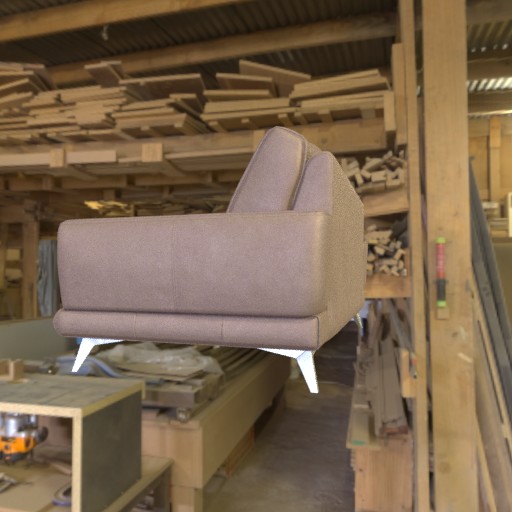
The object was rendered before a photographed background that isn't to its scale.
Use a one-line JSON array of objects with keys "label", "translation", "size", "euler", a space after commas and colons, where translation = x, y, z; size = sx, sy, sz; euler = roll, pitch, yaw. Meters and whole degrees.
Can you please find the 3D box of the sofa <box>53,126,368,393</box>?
[{"label": "sofa", "translation": [0.000, 0.000, 2.308], "size": [1.018, 0.907, 1.806], "euler": [-1, -2, 18]}]
